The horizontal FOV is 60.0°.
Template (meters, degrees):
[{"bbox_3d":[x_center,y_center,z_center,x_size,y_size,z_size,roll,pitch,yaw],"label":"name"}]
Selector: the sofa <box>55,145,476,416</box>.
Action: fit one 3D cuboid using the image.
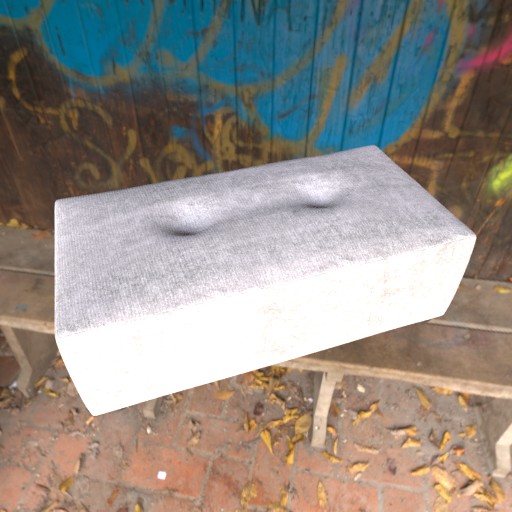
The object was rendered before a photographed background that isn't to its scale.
[{"bbox_3d":[0.000,0.000,1.139,0.930,0.330,0.480,-13,43,-14],"label":"sofa"}]
